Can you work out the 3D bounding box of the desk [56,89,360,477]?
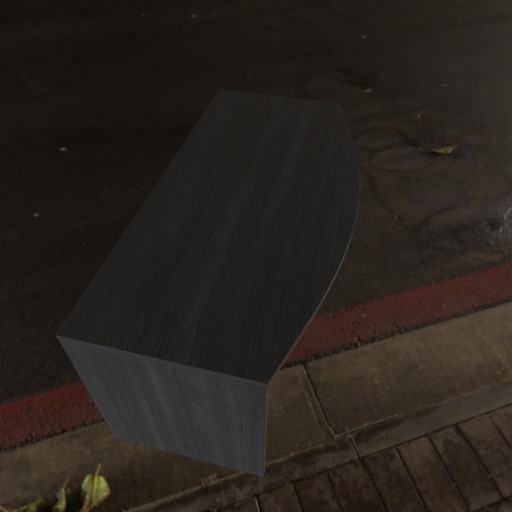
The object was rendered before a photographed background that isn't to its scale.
[{"bbox_3d":[0.000,0.000,2.029,0.802,0.750,1.600,10,47,10],"label":"desk"}]
